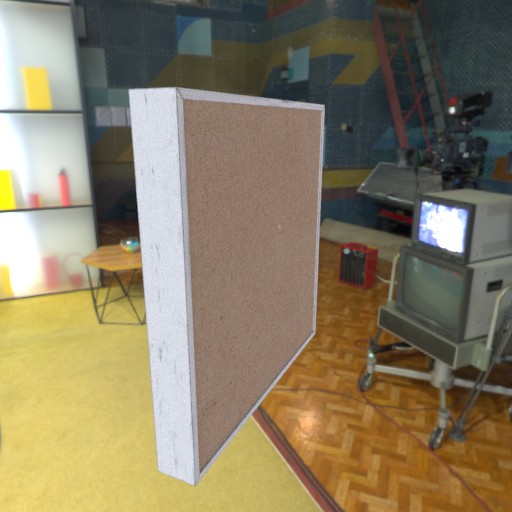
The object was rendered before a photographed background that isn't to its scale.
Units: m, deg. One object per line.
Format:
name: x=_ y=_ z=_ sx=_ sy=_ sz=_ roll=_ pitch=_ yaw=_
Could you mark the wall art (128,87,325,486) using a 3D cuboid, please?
wall art: x=0.000 y=0.000 z=0.457 sx=0.038 sy=0.305 sz=0.305 roll=8 pitch=18 yaw=25
